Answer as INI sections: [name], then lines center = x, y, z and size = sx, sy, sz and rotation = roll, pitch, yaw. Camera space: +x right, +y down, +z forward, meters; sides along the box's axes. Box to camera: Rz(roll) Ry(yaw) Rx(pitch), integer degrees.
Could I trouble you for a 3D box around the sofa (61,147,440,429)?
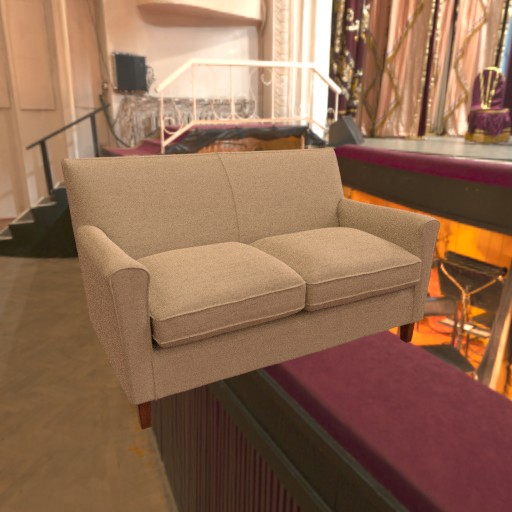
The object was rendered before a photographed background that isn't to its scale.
[sofa]
center = 0.000, 0.000, 2.052
size = 1.482, 0.892, 0.891
rotation = -9, 20, -28
